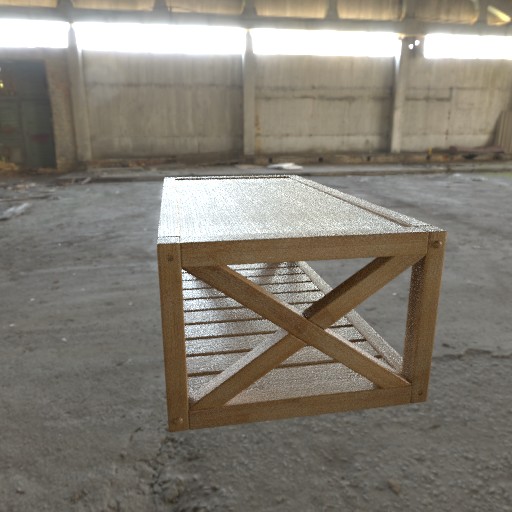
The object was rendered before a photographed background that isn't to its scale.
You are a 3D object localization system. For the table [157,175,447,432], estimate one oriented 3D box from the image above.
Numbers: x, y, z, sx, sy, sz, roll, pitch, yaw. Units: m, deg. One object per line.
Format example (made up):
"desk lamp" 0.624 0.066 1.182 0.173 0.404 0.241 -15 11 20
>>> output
"table" 0.000 0.000 1.648 0.660 0.457 1.321 -3 16 -10
